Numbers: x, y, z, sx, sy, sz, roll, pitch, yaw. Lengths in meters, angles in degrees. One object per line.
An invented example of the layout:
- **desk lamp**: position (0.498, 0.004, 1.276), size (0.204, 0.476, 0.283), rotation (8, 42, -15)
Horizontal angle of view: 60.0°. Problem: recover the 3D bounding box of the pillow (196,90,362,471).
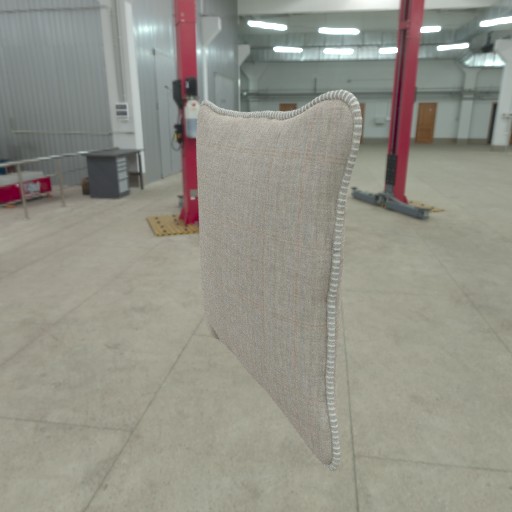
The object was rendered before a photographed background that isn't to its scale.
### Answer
- **pillow**: position (0.000, 0.000, 0.727), size (0.124, 0.494, 0.485), rotation (-9, 20, -25)
